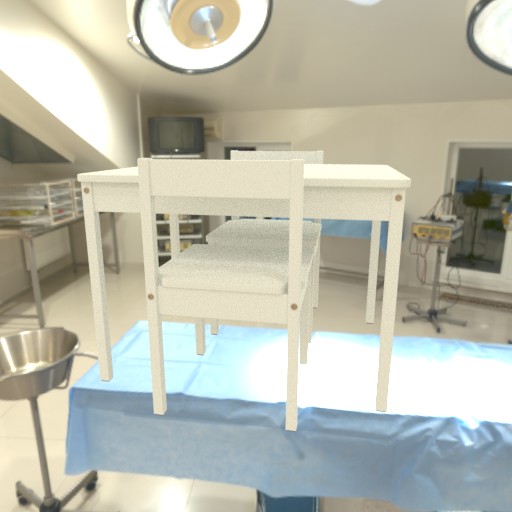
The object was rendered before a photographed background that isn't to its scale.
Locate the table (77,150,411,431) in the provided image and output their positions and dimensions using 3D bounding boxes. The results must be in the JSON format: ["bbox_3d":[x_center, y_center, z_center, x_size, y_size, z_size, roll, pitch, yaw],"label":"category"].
[{"bbox_3d":[0.000,0.000,1.115,0.650,0.503,0.672,3,15,11],"label":"table"}]
